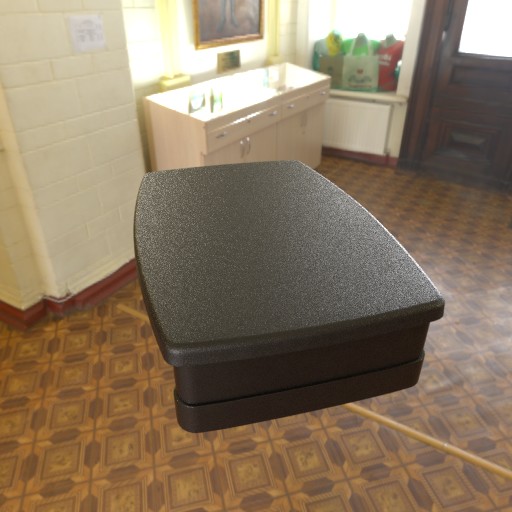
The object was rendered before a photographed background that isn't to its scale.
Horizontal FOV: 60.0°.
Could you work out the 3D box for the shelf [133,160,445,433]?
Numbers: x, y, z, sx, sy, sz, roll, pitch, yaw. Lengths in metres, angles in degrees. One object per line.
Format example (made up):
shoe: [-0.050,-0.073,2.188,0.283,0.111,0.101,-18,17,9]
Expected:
shelf: [0.000,0.000,0.539,0.280,0.100,0.410,-8,31,-13]
